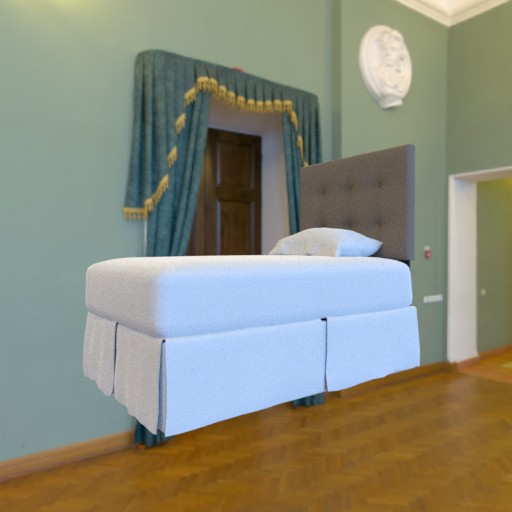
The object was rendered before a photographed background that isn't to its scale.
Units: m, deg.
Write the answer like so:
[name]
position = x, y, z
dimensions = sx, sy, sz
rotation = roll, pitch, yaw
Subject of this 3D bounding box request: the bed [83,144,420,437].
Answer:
[bed]
position = 0.000, 0.000, 2.997
dimensions = 1.997, 1.571, 1.261
rotation = -1, 1, -37
